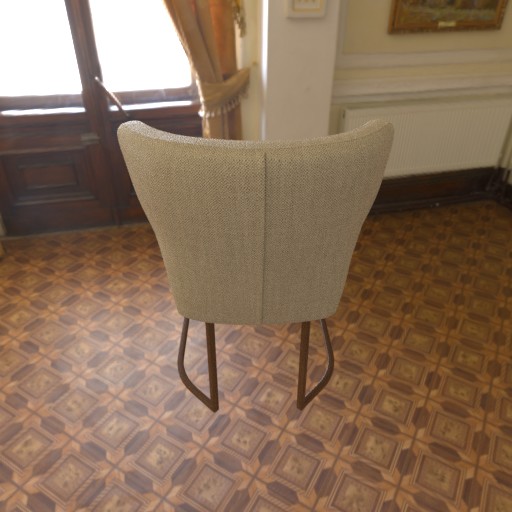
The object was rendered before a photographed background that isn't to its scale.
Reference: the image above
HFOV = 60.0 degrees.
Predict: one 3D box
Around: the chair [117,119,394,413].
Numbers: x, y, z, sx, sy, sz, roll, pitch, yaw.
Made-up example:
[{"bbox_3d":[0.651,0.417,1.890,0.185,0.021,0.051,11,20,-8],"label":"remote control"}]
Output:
[{"bbox_3d":[0.000,0.000,1.249,0.611,0.824,0.617,-1,33,-1],"label":"chair"}]
